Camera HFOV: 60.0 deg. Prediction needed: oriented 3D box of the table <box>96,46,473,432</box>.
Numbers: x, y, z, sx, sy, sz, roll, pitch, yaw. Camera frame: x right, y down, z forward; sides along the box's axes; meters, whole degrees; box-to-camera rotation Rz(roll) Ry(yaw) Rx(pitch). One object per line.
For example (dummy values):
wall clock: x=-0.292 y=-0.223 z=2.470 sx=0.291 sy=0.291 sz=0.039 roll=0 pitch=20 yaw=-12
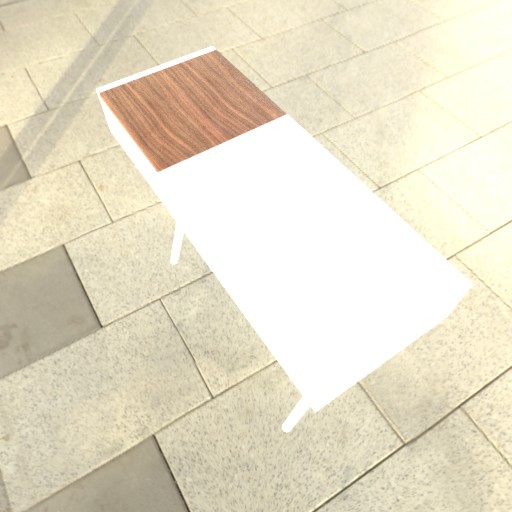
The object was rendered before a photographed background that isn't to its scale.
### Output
table: x=0.000 y=0.000 z=1.443 sx=0.418 sy=0.785 sz=1.066 roll=-29 pitch=61 yaw=-18
